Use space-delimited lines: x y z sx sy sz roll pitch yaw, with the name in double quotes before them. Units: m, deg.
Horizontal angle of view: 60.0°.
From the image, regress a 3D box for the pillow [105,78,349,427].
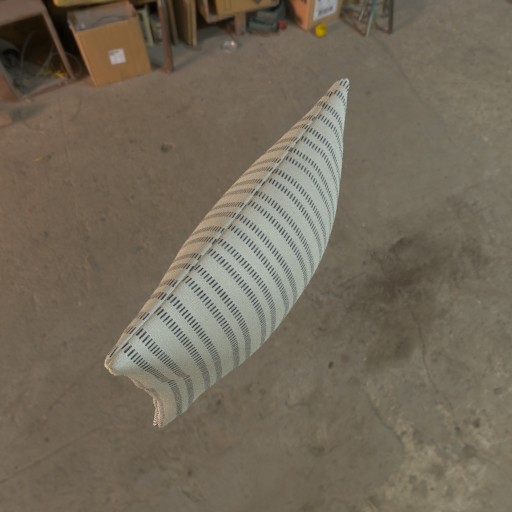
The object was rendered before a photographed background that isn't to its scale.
"pillow" 0.000 0.000 0.805 0.210 0.353 0.640 28 63 16
